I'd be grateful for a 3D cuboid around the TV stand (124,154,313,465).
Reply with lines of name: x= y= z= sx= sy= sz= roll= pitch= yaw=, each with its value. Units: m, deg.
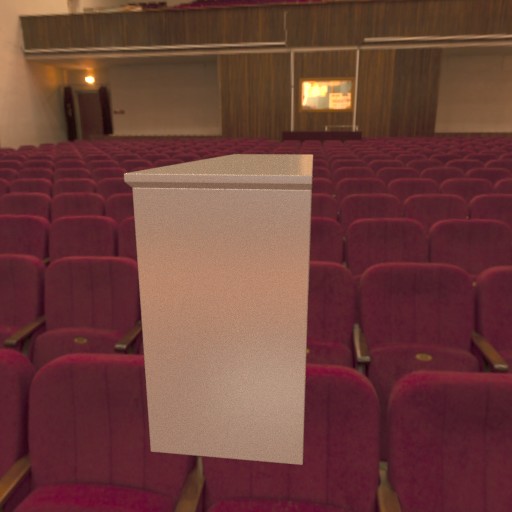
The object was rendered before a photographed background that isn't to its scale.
TV stand: x=0.000 y=0.000 z=1.428 sx=0.344 sy=0.603 sz=1.167 roll=2 pitch=15 yaw=7
